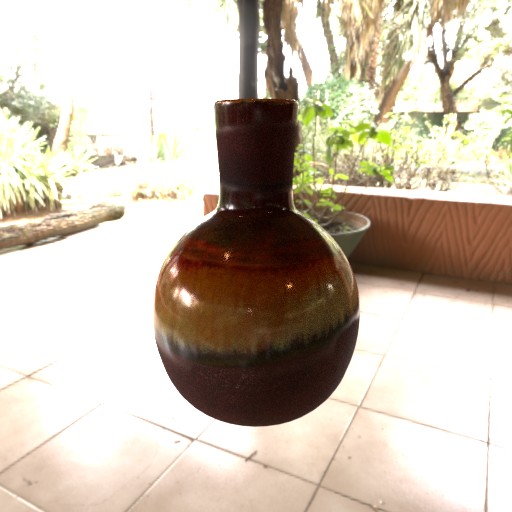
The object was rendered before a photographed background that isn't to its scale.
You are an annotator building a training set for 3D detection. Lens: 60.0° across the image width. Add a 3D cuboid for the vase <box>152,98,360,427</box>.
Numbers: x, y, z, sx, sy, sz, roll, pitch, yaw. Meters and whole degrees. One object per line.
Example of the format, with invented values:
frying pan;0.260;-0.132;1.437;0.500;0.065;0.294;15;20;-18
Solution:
vase;0.000;0.000;0.234;0.111;0.154;0.111;0;16;0
